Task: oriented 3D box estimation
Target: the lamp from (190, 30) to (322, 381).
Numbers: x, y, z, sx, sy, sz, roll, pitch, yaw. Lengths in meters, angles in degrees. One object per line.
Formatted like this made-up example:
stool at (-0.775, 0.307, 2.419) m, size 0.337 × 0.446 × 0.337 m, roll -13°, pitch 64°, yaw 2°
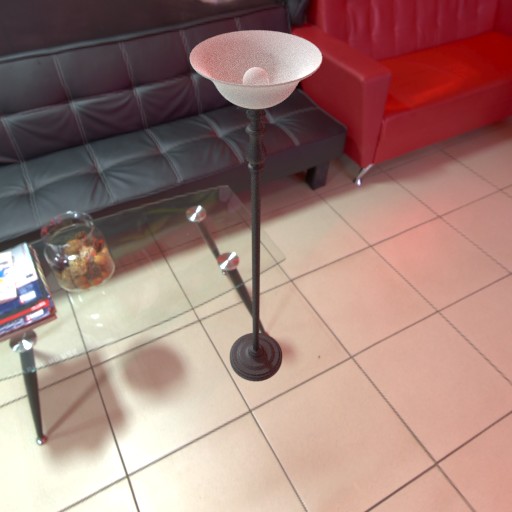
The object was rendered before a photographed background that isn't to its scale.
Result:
lamp at (0.000, 0.000, 2.014) m, size 0.405 × 1.797 × 0.405 m, roll 3°, pitch 47°, yaw 3°
